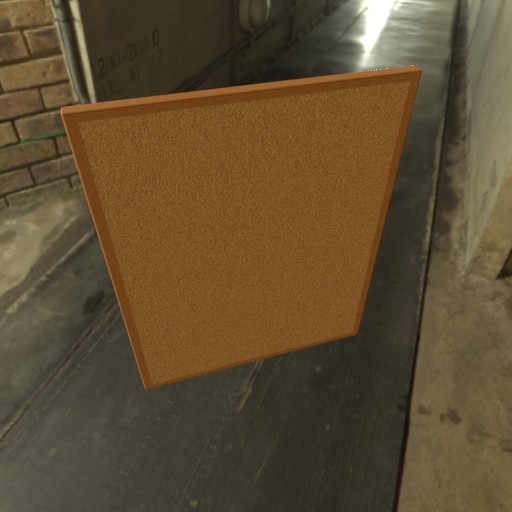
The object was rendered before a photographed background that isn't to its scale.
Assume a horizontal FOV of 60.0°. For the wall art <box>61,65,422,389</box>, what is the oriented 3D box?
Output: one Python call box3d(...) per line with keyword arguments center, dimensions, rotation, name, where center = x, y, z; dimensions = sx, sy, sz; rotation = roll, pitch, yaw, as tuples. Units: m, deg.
box3d(center=(0.000, 0.000, 0.496), dimensions=(0.310, 0.379, 0.015), rotation=(-12, 43, -13), name="wall art")
